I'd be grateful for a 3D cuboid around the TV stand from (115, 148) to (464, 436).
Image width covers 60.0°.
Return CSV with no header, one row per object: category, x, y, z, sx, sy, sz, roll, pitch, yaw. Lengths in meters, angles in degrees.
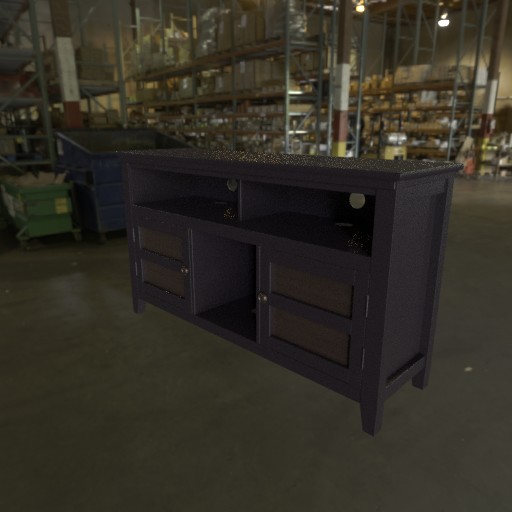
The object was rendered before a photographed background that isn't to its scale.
TV stand,0.000,0.000,1.548,1.198,0.681,0.347,15,22,42
